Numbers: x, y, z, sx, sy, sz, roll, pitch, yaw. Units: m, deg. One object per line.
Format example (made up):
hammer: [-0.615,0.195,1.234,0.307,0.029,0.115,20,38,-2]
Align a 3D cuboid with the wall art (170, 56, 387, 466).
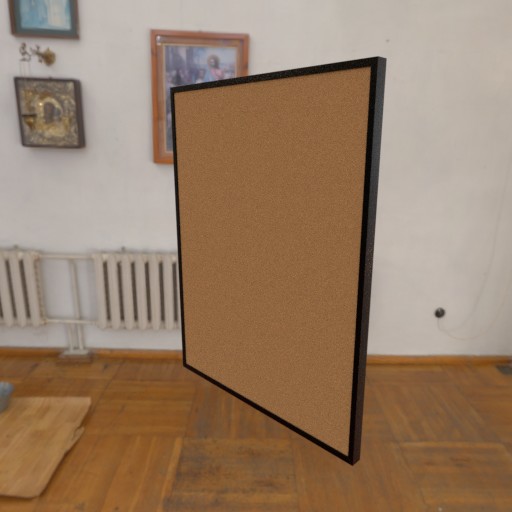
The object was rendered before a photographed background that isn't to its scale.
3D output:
wall art: [0.000,0.000,1.398,0.040,1.062,0.805,-14,20,-43]
